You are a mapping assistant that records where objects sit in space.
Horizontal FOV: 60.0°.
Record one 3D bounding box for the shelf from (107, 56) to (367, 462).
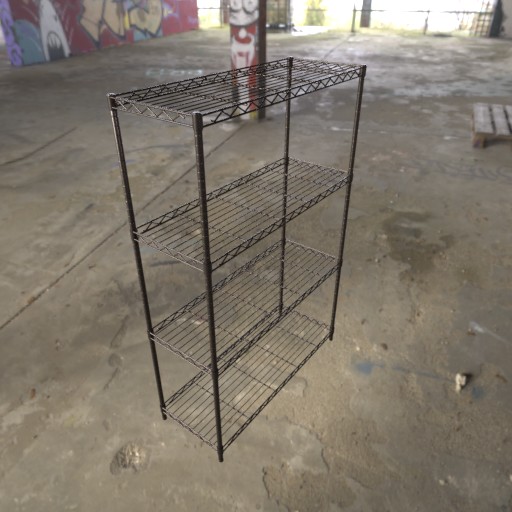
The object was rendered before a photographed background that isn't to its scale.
[{"bbox_3d":[0.000,0.000,1.791,0.352,1.361,0.907,22,38,31],"label":"shelf"}]
